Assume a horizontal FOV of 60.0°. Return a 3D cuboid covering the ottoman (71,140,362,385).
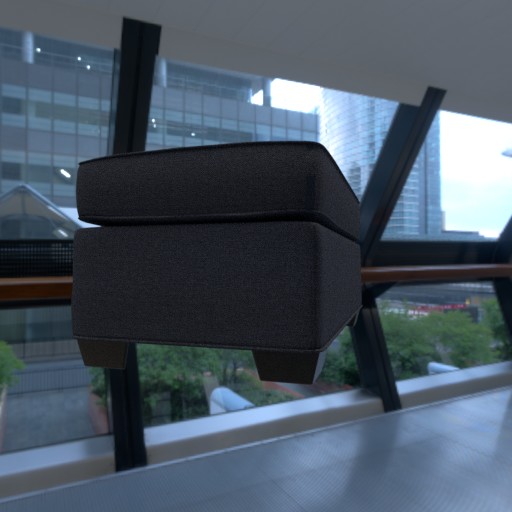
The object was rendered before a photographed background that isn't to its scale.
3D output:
[{"bbox_3d":[0.000,0.000,1.206,0.505,0.453,0.895,0,-1,18],"label":"ottoman"}]
